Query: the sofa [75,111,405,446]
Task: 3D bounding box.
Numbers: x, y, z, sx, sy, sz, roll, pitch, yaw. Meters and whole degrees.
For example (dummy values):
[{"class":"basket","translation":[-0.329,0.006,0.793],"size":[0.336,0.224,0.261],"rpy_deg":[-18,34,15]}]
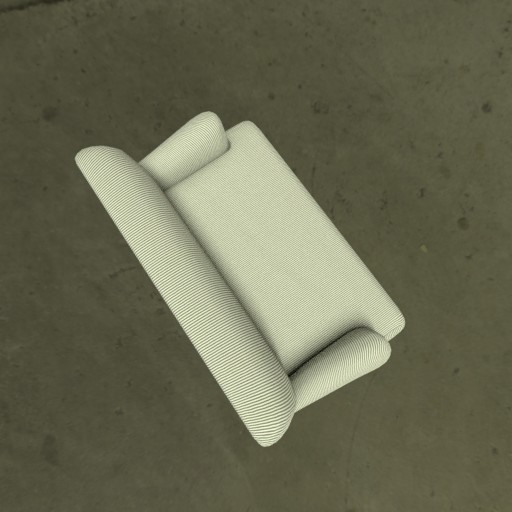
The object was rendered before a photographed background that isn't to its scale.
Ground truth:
[{"class":"sofa","translation":[0.000,0.000,1.901],"size":[0.779,0.889,1.297],"rpy_deg":[-34,78,-8]}]
